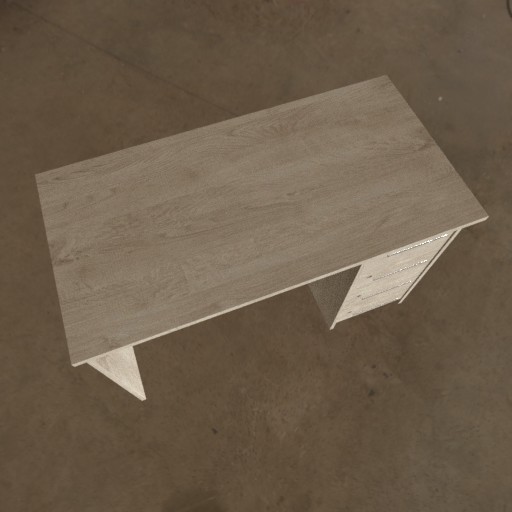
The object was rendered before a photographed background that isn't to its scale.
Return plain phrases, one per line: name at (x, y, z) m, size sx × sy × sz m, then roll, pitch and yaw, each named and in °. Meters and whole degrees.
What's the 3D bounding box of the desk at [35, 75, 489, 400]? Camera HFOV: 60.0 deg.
desk at (0.000, 0.000, 1.518) m, size 1.096 × 0.730 × 0.560 m, roll -19°, pitch 65°, yaw -9°
